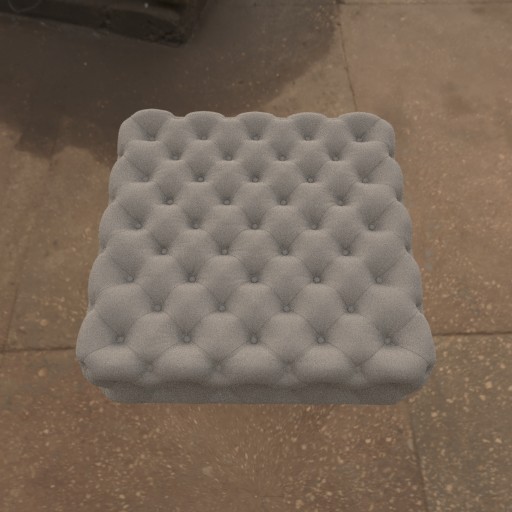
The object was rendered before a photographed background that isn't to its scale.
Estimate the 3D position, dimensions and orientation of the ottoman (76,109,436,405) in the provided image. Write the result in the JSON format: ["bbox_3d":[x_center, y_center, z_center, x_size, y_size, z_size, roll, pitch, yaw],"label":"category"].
[{"bbox_3d":[0.000,0.000,1.429,0.917,0.439,0.911,0,62,0],"label":"ottoman"}]
